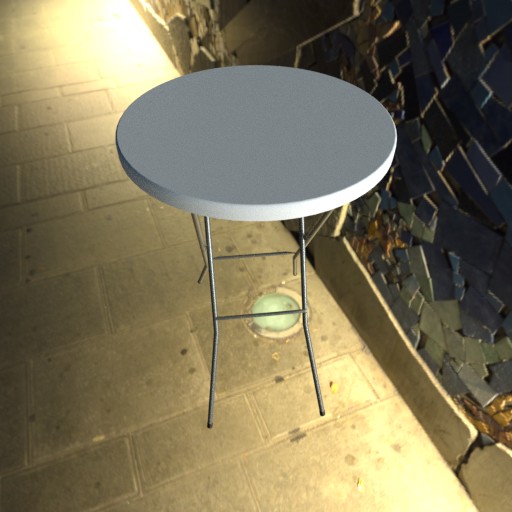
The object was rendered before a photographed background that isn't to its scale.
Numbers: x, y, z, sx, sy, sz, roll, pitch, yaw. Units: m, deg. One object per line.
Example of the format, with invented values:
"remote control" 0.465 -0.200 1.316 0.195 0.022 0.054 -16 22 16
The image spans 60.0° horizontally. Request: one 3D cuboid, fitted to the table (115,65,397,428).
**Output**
"table" 0.000 0.000 1.663 0.792 1.105 0.795 -5 45 -5
